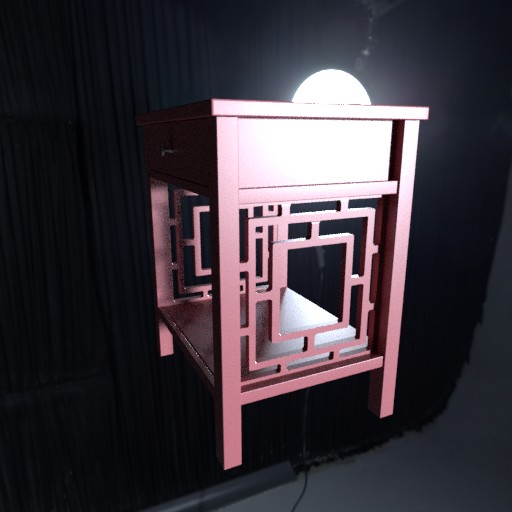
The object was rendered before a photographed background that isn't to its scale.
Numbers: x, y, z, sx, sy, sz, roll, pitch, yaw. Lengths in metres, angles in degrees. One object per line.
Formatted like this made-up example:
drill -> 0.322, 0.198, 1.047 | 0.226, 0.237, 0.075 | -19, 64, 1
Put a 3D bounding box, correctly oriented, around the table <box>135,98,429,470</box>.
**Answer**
table -> 0.000, 0.000, 1.105 | 0.451, 0.686, 0.599 | -7, 17, -24
